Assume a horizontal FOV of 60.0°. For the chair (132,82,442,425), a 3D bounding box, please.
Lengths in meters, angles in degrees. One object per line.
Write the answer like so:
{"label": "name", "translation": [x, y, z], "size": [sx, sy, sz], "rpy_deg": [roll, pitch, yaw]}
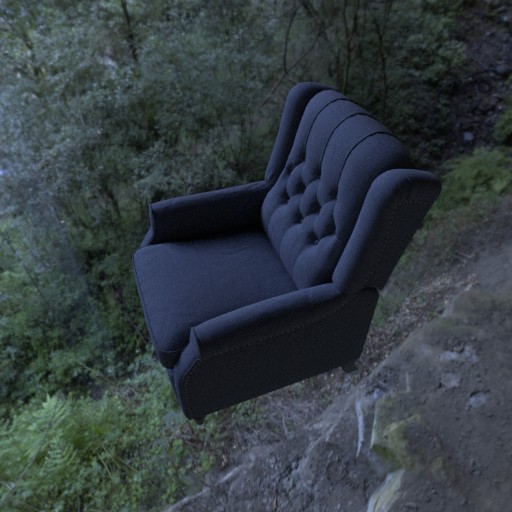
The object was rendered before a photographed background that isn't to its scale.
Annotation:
{"label": "chair", "translation": [0.000, 0.000, 1.671], "size": [0.898, 1.035, 0.742], "rpy_deg": [-16, 48, -15]}
